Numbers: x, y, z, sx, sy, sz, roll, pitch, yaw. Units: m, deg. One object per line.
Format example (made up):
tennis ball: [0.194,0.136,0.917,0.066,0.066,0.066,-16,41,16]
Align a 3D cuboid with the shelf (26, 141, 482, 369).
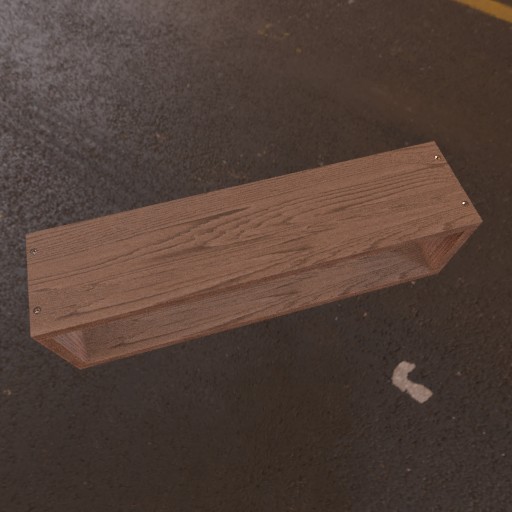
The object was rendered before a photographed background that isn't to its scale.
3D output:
shelf: [0.000,0.000,0.684,0.610,0.170,0.150,-14,63,-7]
